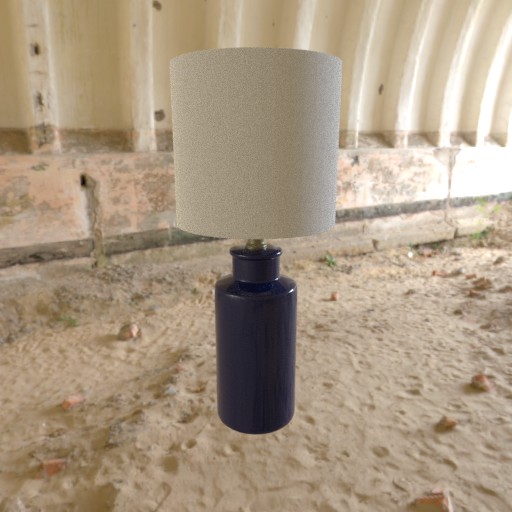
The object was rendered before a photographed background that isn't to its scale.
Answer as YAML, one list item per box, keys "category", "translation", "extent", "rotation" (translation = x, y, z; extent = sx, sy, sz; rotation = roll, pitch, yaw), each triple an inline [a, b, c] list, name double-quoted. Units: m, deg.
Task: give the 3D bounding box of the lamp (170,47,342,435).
- category: "lamp"
  translation: [0.000, 0.000, 0.614]
  extent: [0.212, 0.493, 0.212]
  rotation: [7, 16, 24]
